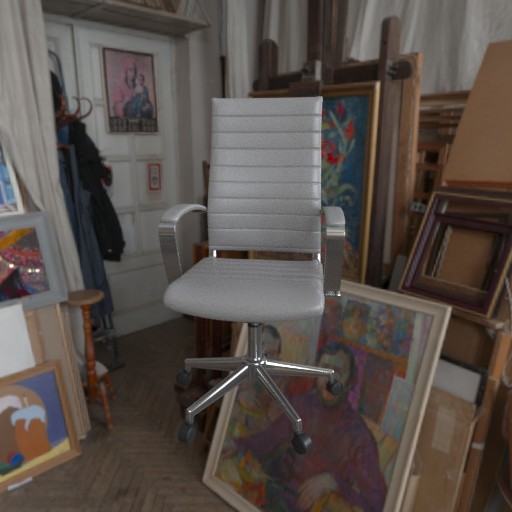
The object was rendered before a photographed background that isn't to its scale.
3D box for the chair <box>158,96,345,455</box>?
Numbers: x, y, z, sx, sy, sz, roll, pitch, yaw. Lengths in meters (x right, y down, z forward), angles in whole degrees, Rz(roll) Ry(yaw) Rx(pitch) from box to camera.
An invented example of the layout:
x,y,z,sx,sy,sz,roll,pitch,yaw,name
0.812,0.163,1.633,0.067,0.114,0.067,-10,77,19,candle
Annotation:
x,y,z,sx,sy,sz,roll,pitch,yaw,name
0.000,0.000,1.610,0.679,1.149,0.667,2,14,8,chair
